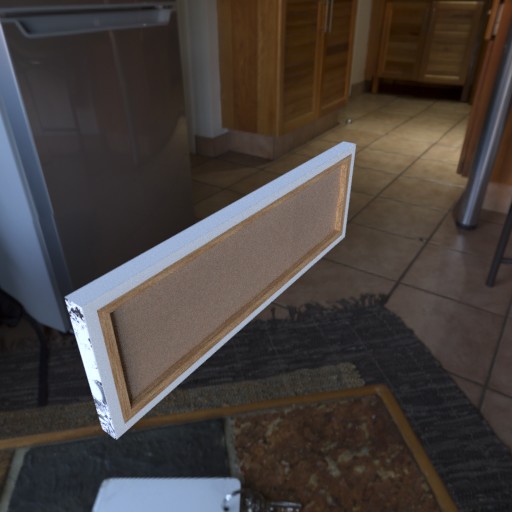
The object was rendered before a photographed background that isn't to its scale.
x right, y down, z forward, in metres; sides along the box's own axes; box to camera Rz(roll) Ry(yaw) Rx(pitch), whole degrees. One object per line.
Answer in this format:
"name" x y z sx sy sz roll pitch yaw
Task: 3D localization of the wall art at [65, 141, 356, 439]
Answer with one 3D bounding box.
"wall art" 0.000 0.000 0.874 0.036 0.256 0.766 21 38 30
